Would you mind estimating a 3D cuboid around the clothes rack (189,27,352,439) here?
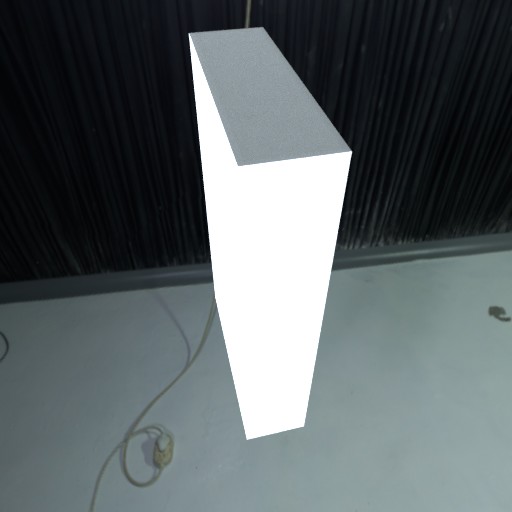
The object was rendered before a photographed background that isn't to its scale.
[{"bbox_3d":[0.000,0.000,1.588,0.250,1.280,0.750,-9,46,-9],"label":"clothes rack"}]
